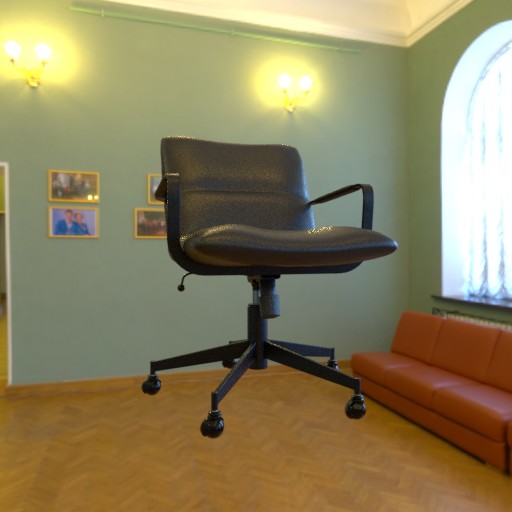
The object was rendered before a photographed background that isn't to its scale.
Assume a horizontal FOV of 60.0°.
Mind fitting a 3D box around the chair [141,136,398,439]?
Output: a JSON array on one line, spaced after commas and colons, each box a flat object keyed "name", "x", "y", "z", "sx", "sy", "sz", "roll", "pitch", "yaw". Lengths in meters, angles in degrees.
[{"name": "chair", "x": 0.000, "y": 0.000, "z": 1.457, "sx": 0.719, "sy": 0.922, "sz": 0.748, "roll": 0, "pitch": 1, "yaw": -18}]
